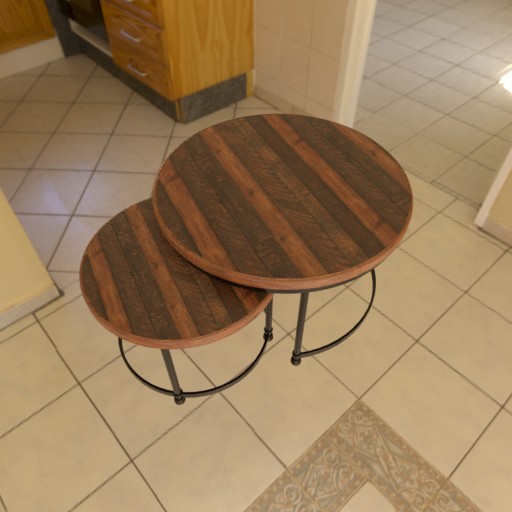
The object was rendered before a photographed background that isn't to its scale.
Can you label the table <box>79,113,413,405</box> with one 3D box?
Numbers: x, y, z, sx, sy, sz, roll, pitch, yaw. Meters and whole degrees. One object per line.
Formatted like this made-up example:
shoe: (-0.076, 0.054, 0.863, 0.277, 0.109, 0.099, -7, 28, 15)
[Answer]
table: (0.000, 0.000, 1.617, 0.870, 0.516, 1.152, 31, 55, 24)
